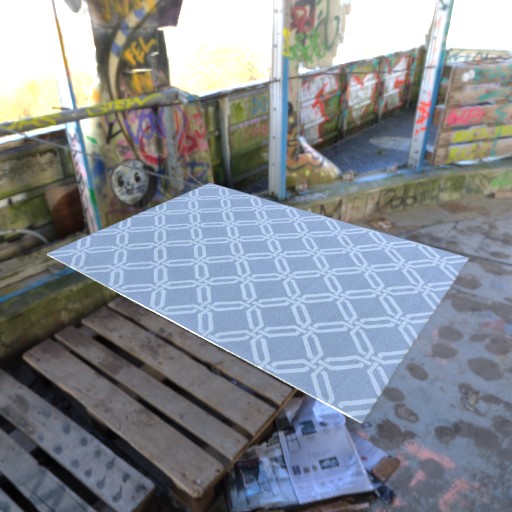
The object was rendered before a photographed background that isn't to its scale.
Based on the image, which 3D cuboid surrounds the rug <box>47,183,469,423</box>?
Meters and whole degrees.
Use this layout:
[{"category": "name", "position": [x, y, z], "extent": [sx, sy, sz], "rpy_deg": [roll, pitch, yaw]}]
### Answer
[{"category": "rug", "position": [0.000, 0.000, 2.744], "extent": [2.133, 0.013, 1.522], "rpy_deg": [21, 36, 31]}]
